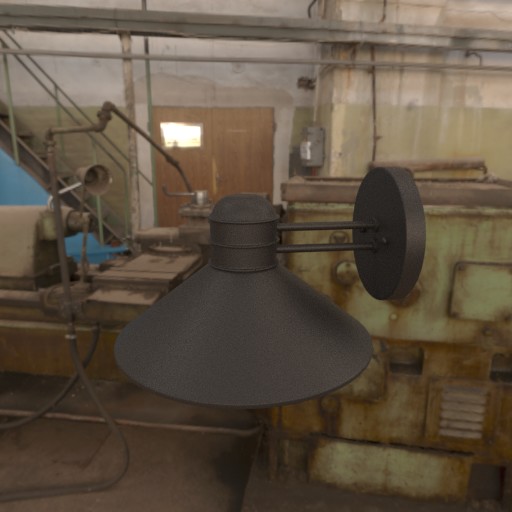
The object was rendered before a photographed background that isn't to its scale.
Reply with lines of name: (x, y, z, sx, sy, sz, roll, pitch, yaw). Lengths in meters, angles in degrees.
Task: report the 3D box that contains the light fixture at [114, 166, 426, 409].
light fixture: (0.000, 0.000, 0.676, 0.434, 0.265, 0.396, -2, 15, -8)
